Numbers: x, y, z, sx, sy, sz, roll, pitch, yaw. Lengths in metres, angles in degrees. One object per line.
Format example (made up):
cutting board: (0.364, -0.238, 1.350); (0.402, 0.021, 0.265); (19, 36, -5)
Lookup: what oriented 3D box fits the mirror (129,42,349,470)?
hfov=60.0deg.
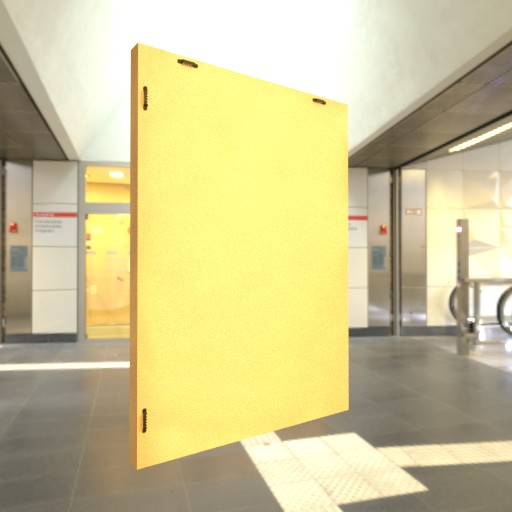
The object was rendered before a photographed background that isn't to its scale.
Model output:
mirror: (0.000, 0.000, 0.896); (0.507, 0.710, 0.040); (0, -1, -36)
